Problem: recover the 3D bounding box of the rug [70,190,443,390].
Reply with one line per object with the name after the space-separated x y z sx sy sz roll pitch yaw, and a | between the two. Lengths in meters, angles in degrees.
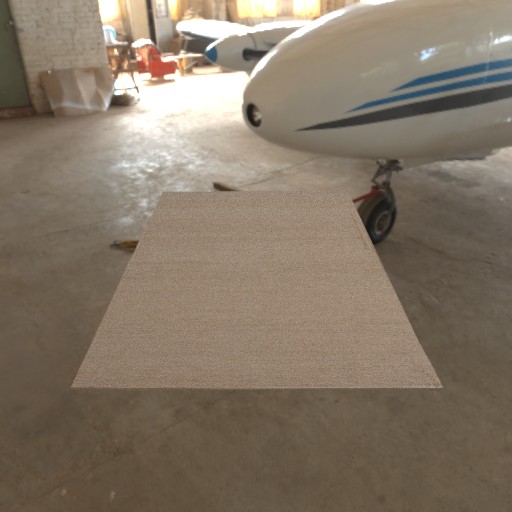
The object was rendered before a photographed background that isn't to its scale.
0.000 0.000 3.635 2.032 0.038 2.869 0 30 0 | rug
